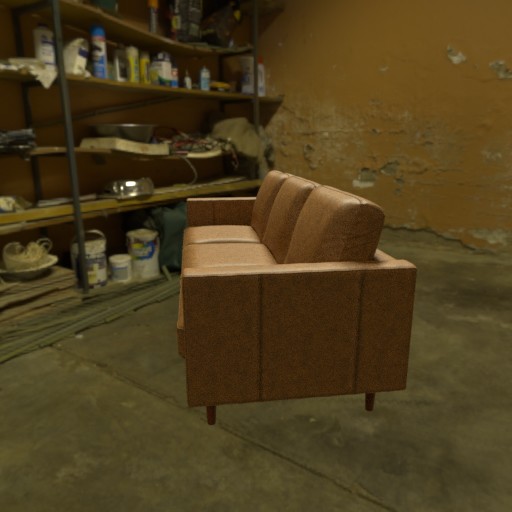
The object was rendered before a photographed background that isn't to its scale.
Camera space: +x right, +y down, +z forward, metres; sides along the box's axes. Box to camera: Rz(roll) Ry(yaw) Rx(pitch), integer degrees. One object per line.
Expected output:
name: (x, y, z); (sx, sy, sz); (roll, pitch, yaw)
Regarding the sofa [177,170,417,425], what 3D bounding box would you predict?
sofa: (0.000, 0.000, 2.714); (0.903, 0.930, 2.231); (-2, 14, -8)
